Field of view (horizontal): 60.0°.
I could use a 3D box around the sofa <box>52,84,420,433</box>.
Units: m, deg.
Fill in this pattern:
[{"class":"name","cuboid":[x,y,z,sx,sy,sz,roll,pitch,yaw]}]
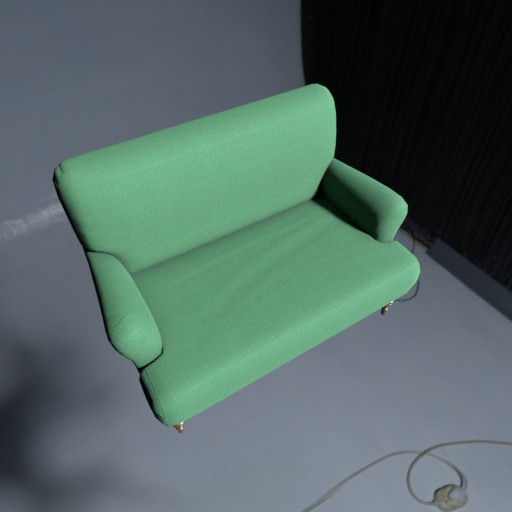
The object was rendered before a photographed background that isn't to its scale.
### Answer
[{"class":"sofa","cuboid":[0.000,0.000,1.814,1.297,0.889,0.779,-25,52,-21]}]
